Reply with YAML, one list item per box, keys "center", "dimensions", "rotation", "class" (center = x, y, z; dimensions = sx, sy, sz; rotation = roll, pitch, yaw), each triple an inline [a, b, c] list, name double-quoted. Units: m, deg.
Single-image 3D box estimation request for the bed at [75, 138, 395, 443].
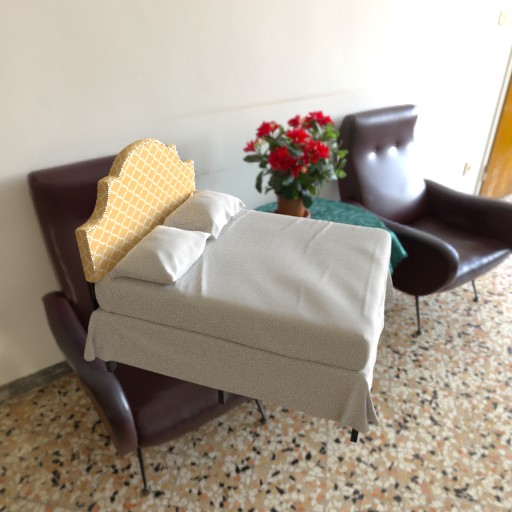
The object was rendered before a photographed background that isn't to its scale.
- center: [0.000, 0.000, 3.487]
  dimensions: [2.222, 1.633, 1.780]
  rotation: [10, 32, 17]
  class: "bed"
